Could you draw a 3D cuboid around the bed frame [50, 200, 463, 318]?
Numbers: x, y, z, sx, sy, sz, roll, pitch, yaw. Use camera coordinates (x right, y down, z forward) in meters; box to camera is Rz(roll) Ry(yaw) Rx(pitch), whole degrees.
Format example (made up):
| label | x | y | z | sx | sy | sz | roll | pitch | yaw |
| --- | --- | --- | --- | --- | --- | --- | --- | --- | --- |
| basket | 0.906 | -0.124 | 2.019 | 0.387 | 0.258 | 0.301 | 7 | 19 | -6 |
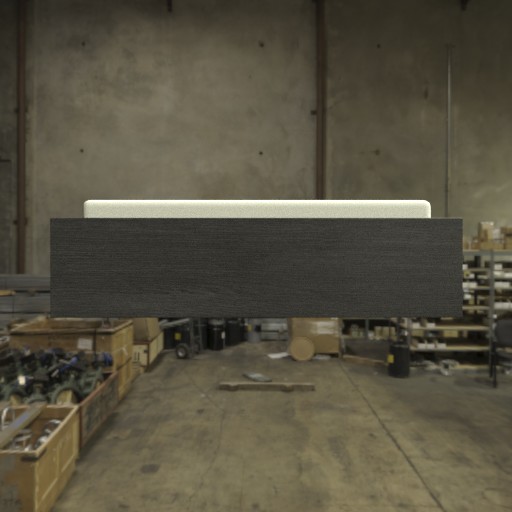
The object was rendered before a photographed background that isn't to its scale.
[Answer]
| label | x | y | z | sx | sy | sz | roll | pitch | yaw |
| --- | --- | --- | --- | --- | --- | --- | --- | --- | --- |
| bed frame | 0.000 | 0.000 | 2.575 | 1.490 | 0.432 | 1.950 | 0 | 0 | 0 |
